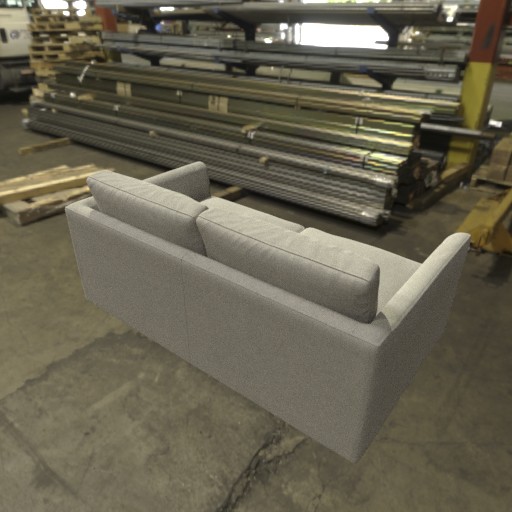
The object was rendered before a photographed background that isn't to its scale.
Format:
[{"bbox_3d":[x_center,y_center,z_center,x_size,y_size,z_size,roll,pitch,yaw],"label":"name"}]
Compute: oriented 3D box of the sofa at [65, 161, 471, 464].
[{"bbox_3d":[0.000,0.000,2.451,1.905,0.839,1.091,21,36,32],"label":"sofa"}]
